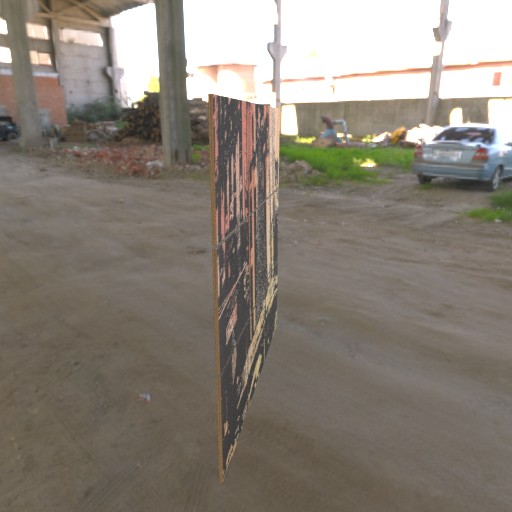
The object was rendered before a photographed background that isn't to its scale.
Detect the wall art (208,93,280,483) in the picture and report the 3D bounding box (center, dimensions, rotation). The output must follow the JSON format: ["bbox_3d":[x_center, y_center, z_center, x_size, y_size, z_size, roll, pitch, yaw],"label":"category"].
[{"bbox_3d":[0.000,0.000,1.409,0.010,0.917,0.919,3,17,10],"label":"wall art"}]
